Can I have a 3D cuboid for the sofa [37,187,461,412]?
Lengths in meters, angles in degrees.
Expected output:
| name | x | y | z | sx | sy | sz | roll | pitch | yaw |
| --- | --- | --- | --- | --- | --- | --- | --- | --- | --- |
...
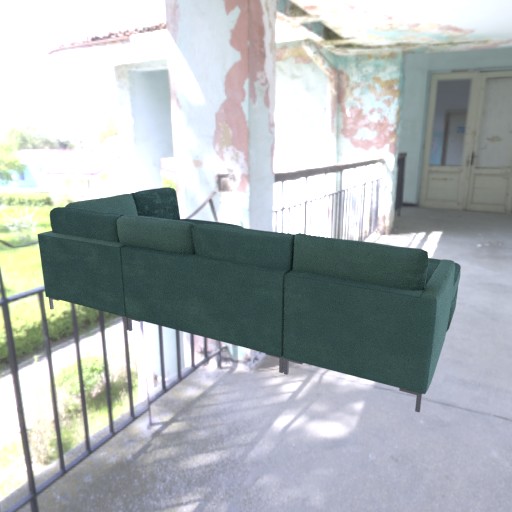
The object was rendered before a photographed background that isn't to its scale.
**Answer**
| name | x | y | z | sx | sy | sz | roll | pitch | yaw |
| --- | --- | --- | --- | --- | --- | --- | --- | --- | --- |
| sofa | 0.000 | 0.000 | 4.128 | 3.434 | 0.992 | 2.055 | 8 | 17 | 28 |
